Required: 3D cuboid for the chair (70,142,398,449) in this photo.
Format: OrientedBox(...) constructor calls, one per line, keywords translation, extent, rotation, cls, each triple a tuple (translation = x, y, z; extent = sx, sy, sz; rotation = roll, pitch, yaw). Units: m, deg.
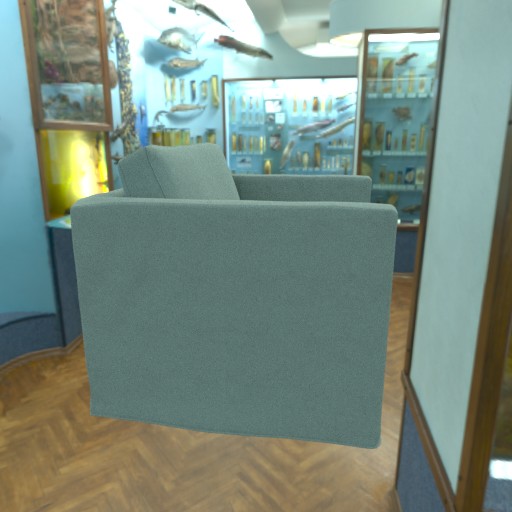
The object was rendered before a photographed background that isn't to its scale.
OrientedBox(translation=(0.000, 0.000, 1.745), extent=(0.949, 0.863, 1.057), rotation=(3, 15, 10), cls="chair")
